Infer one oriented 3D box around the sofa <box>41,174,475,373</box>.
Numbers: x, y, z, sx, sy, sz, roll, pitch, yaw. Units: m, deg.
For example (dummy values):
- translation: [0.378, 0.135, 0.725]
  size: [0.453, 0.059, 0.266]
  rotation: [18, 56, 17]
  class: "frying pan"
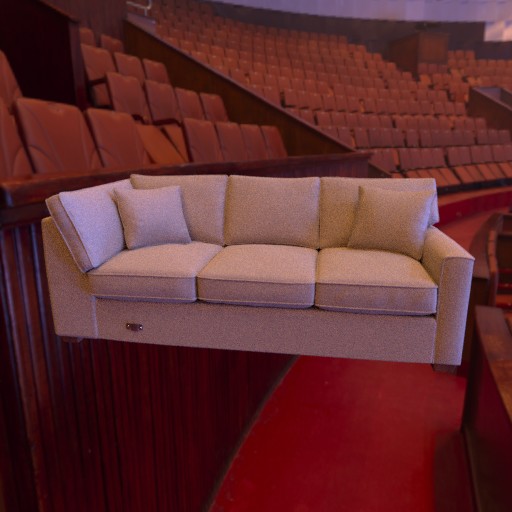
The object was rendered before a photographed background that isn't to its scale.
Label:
- translation: [0.000, 0.000, 2.818]
  size: [2.317, 0.962, 1.061]
  rotation: [2, 15, 9]
  class: "sofa"
